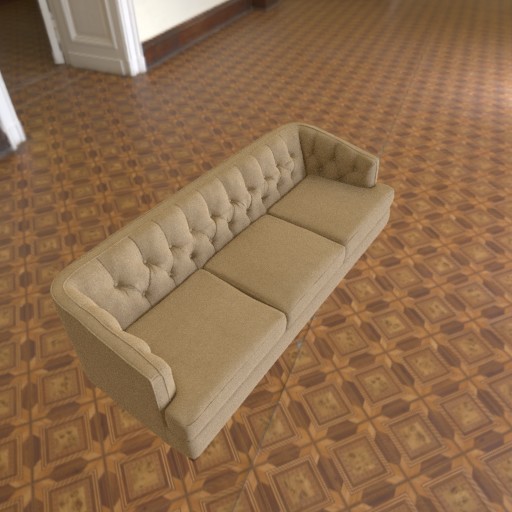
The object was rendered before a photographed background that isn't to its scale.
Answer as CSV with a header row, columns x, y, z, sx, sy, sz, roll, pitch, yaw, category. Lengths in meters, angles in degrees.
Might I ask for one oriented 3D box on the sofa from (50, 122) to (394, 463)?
x,y,z,sx,sy,sz,roll,pitch,yaw,category
0.000,0.000,2.738,0.913,0.788,2.235,25,48,26,sofa
